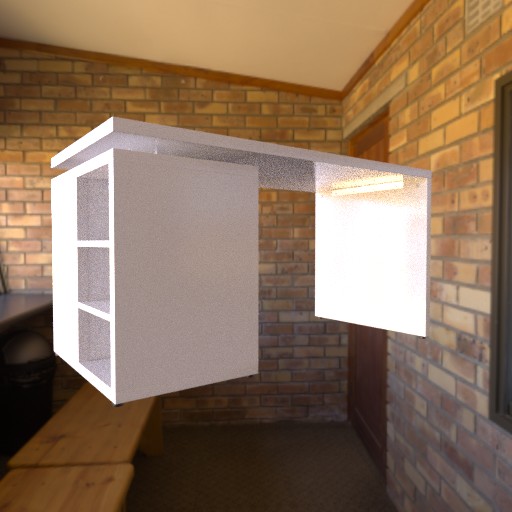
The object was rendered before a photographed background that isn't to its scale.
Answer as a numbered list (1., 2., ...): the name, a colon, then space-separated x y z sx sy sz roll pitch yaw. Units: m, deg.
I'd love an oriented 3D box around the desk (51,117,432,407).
1. desk: 0.000 0.000 1.812 1.400 0.740 0.690 -1 2 -36
